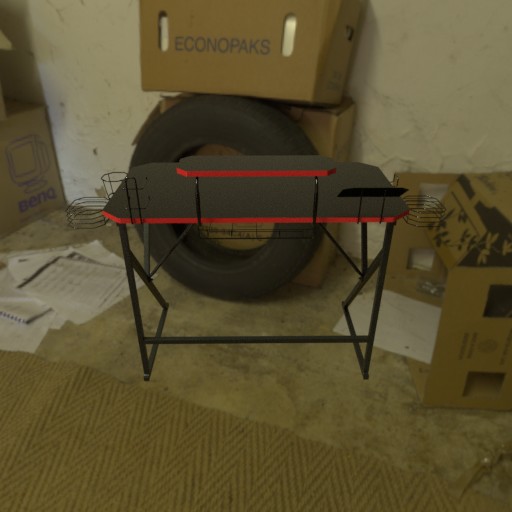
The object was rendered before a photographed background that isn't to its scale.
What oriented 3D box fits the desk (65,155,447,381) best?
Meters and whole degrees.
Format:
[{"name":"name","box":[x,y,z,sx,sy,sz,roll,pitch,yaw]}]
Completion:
[{"name":"desk","box":[0.000,0.000,1.797,1.280,0.913,0.588,0,30,-1]}]
